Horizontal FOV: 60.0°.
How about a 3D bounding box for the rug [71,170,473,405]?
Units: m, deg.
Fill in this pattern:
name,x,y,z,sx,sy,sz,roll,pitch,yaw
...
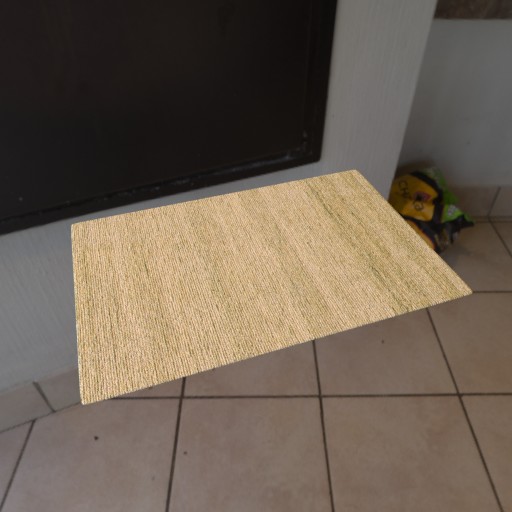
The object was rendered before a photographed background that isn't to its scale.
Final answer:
name,x,y,z,sx,sy,sz,roll,pitch,yaw
rug,0.000,0.000,2.247,1.758,0.010,1.143,-13,44,-14
